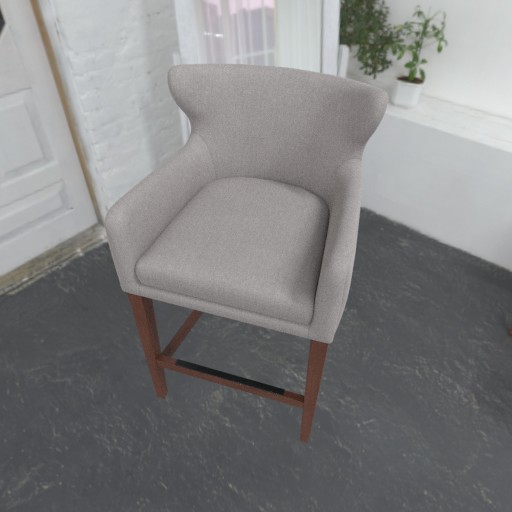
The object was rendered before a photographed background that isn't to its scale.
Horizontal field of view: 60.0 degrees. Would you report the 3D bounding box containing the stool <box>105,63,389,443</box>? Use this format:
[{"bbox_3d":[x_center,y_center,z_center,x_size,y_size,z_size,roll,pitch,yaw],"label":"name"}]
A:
[{"bbox_3d":[0.000,0.000,1.318,0.575,0.951,0.575,12,44,13],"label":"stool"}]
